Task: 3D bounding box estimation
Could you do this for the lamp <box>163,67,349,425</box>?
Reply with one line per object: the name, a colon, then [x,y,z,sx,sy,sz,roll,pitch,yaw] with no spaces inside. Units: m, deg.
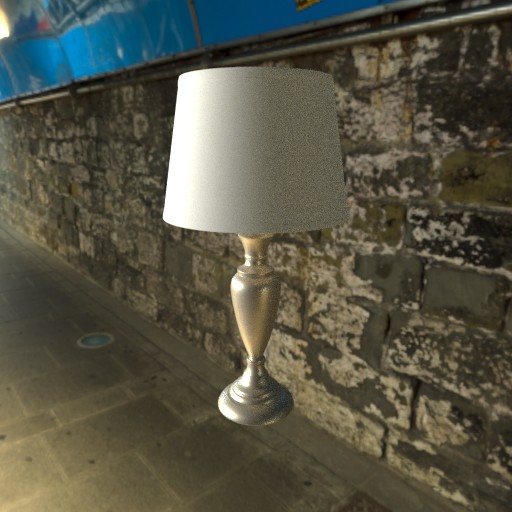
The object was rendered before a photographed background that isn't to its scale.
lamp: [0.000,0.000,0.818,0.328,0.612,0.328,0,15,0]
